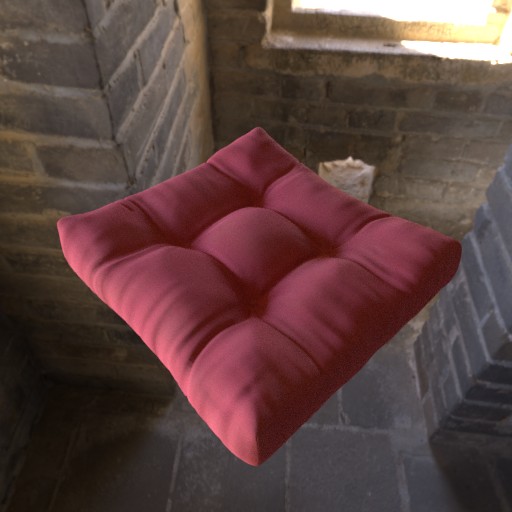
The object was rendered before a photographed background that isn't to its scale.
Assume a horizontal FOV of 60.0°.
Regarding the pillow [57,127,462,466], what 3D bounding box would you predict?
[{"bbox_3d":[0.000,0.000,0.730,0.468,0.128,0.490,-33,54,-28],"label":"pillow"}]
